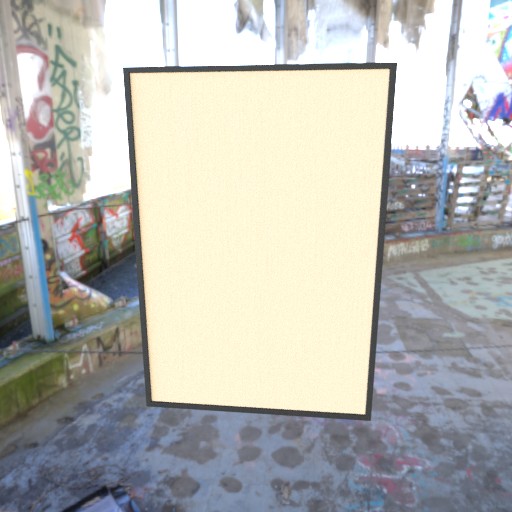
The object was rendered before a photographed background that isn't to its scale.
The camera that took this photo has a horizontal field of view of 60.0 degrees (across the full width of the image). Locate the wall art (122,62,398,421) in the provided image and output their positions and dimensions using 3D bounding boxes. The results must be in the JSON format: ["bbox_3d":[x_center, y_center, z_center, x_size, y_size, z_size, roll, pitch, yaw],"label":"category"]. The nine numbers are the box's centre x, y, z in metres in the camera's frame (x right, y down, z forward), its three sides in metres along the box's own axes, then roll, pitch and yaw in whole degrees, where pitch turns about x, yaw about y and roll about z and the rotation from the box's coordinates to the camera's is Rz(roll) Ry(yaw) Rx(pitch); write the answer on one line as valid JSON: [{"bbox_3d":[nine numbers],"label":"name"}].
[{"bbox_3d":[0.000,0.000,0.826,0.460,0.660,0.013,2,15,6],"label":"wall art"}]
